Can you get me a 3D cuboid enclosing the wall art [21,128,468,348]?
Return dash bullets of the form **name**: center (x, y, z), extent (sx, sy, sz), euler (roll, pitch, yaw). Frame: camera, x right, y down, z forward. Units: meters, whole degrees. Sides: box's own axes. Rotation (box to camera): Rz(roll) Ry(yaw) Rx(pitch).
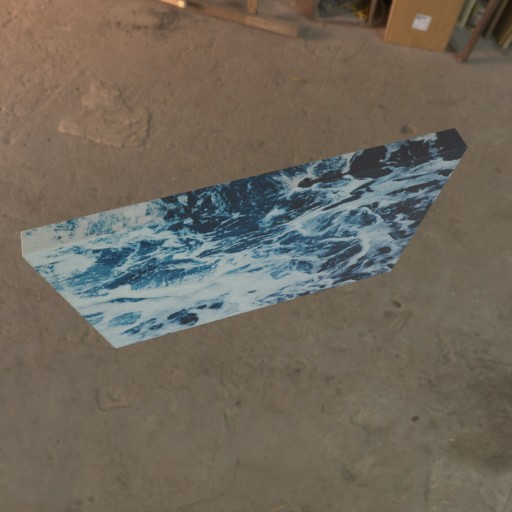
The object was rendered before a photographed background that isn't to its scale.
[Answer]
- **wall art**: center (0.000, 0.000, 0.770), extent (0.609, 0.407, 0.043), euler (-15, 63, -8)
